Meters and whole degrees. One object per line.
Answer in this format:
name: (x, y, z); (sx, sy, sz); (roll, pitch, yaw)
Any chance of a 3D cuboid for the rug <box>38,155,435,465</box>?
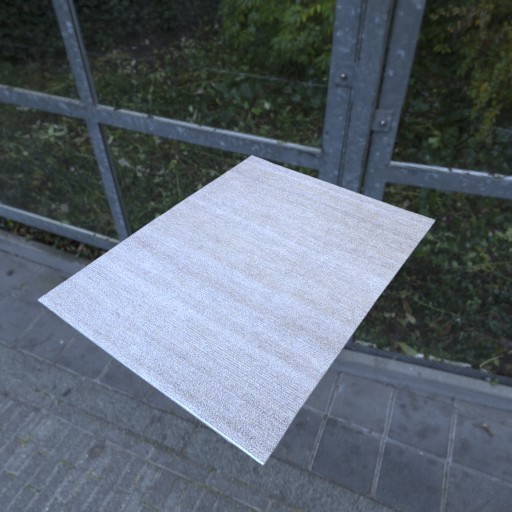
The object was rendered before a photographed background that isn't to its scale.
rug: (0.000, 0.000, 4.372); (2.467, 0.046, 3.245); (26, 48, 26)
